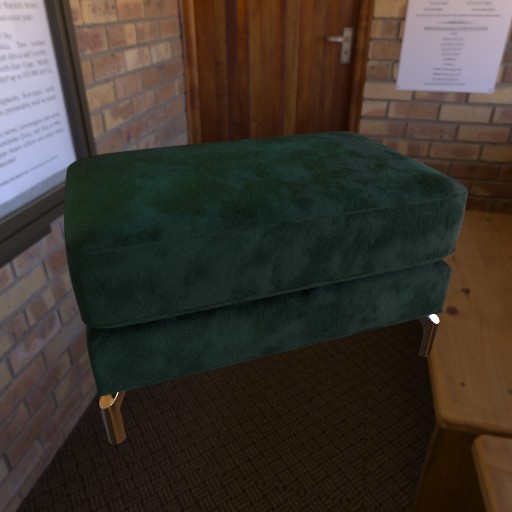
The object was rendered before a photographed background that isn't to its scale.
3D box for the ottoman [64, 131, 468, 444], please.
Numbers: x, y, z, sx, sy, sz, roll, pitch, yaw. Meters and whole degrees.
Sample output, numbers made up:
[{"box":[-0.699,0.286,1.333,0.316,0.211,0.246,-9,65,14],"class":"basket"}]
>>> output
[{"box":[0.000,0.000,1.193,0.886,0.533,0.536,-10,31,-17],"class":"ottoman"}]
